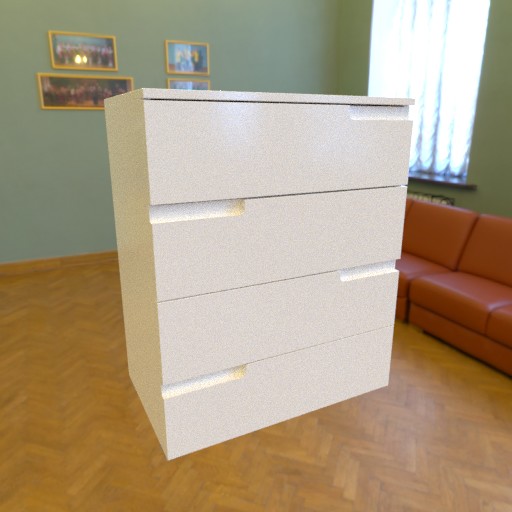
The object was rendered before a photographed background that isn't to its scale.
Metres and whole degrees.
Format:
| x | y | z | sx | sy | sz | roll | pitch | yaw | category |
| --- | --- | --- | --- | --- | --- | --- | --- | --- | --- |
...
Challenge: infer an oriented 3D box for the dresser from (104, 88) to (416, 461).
| x | y | z | sx | sy | sz | roll | pitch | yaw | category |
| --- | --- | --- | --- | --- | --- | --- | --- | --- | --- |
| 0.000 | 0.000 | 1.195 | 0.650 | 0.800 | 0.400 | -8 | 18 | -26 | dresser |
